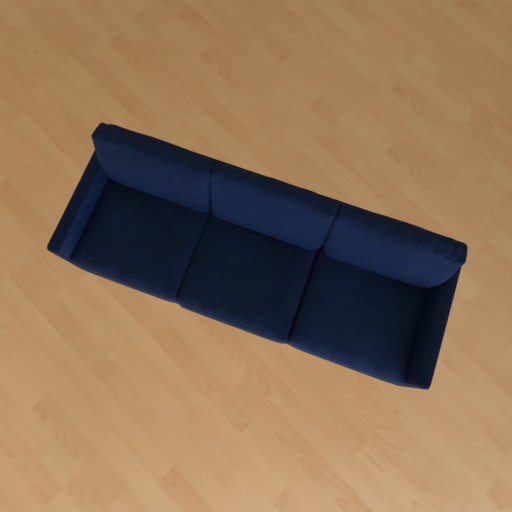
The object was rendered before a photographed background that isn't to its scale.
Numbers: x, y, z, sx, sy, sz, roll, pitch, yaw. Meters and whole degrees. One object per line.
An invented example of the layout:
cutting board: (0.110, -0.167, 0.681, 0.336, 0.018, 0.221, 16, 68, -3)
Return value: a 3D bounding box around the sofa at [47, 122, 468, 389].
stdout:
sofa: (0.000, 0.000, 2.662, 2.252, 0.879, 0.875, 19, 77, 5)
